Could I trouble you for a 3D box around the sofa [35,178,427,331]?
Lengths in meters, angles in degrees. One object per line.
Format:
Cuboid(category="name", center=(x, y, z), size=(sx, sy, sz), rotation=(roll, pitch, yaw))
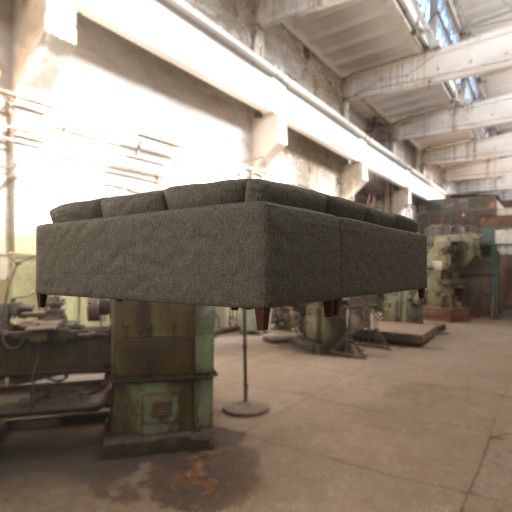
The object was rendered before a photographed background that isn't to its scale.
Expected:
Cuboid(category="sofa", center=(0.000, 0.000, 4.548), size=(2.593, 0.947, 3.302), rotation=(-1, -2, 36))
